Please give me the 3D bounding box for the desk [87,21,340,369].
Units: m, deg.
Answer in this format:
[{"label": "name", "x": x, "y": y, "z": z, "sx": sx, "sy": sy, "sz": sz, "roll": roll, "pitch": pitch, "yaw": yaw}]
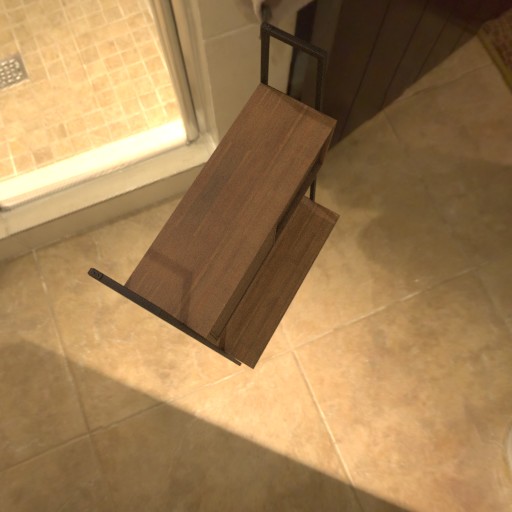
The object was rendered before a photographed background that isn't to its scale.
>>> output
[{"label": "desk", "x": 0.000, "y": 0.000, "z": 2.173, "sx": 0.515, "sy": 1.809, "sz": 0.982, "roll": 29, "pitch": 77, "yaw": 8}]
